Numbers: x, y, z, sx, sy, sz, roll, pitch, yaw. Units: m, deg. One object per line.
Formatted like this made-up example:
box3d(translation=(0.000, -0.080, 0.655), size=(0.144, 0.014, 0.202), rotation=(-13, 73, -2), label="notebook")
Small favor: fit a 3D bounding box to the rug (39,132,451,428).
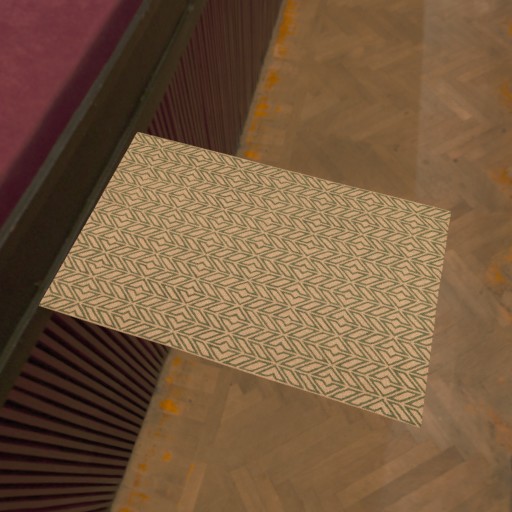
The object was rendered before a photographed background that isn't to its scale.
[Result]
box3d(translation=(0.000, 0.000, 2.995), size=(2.435, 0.011, 1.517), rotation=(16, 64, 8), label="rug")
